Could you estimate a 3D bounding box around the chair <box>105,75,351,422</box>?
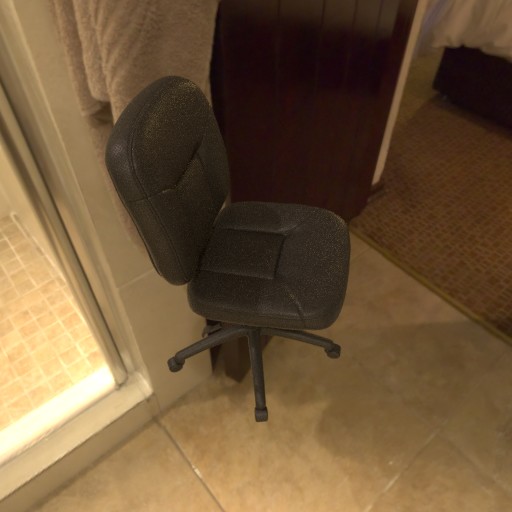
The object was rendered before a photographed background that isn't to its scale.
[{"bbox_3d":[0.000,0.000,1.366,0.646,0.959,0.647,9,48,8],"label":"chair"}]
